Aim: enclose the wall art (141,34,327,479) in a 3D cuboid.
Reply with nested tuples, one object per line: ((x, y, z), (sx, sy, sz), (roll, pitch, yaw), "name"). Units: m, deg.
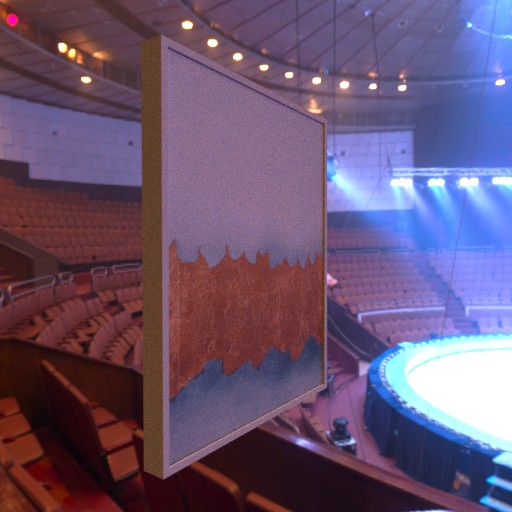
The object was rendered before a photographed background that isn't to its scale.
((0.000, 0.000, 0.744), (0.039, 0.553, 0.451), (1, 1, 36), "wall art")
